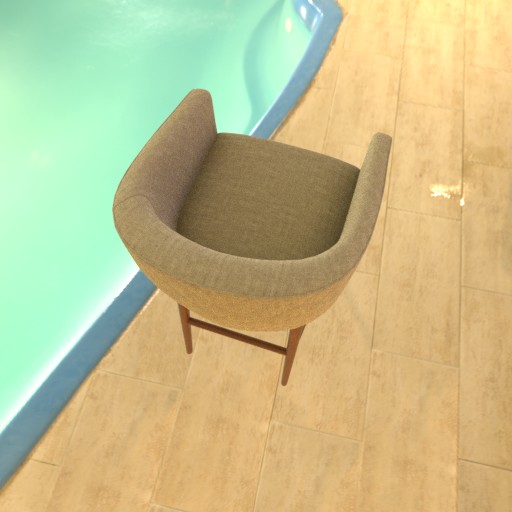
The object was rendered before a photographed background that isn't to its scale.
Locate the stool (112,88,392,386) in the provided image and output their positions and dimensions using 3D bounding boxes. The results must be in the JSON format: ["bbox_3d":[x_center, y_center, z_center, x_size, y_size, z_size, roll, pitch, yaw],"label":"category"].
[{"bbox_3d":[0.000,0.000,1.329,0.559,0.952,0.635,16,65,8],"label":"stool"}]
